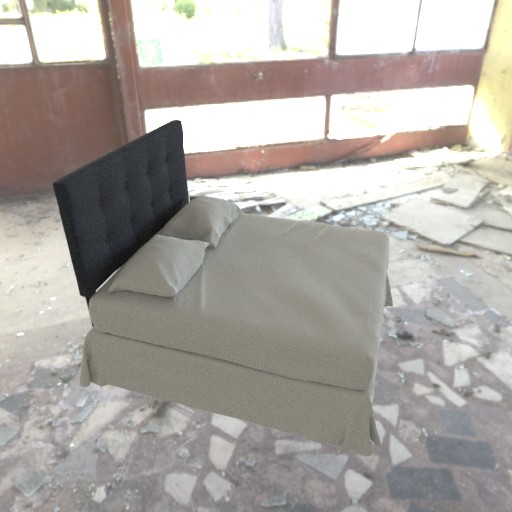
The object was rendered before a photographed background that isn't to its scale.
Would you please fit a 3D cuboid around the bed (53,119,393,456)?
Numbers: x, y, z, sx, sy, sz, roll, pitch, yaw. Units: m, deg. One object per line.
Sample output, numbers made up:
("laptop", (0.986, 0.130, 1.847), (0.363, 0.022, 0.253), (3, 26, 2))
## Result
("bed", (0.000, 0.000, 3.436), (2.222, 1.577, 1.936), (9, 32, 15))
